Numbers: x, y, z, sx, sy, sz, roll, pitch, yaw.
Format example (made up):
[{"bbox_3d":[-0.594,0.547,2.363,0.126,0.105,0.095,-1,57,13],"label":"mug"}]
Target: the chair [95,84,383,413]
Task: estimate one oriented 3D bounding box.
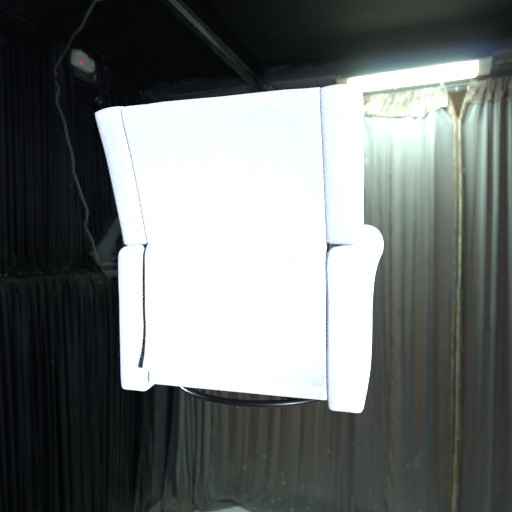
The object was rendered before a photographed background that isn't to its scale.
[{"bbox_3d":[0.000,0.000,1.643,0.906,0.967,0.854,0,1,16],"label":"chair"}]
